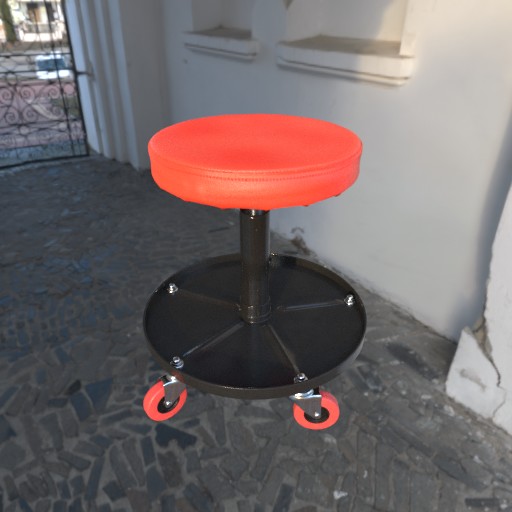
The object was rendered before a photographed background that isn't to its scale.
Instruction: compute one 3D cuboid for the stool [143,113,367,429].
[{"bbox_3d":[0.000,0.000,0.666,0.381,0.365,0.382,-8,31,-14],"label":"stool"}]
